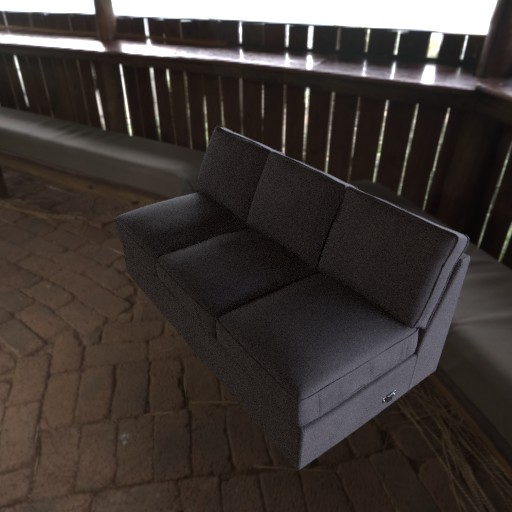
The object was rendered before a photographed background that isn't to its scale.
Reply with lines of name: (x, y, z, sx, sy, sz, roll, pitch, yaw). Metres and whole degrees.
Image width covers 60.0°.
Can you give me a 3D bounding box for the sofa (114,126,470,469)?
sofa: (0.000, 0.000, 2.581, 1.027, 0.973, 1.962, -21, 37, -30)
